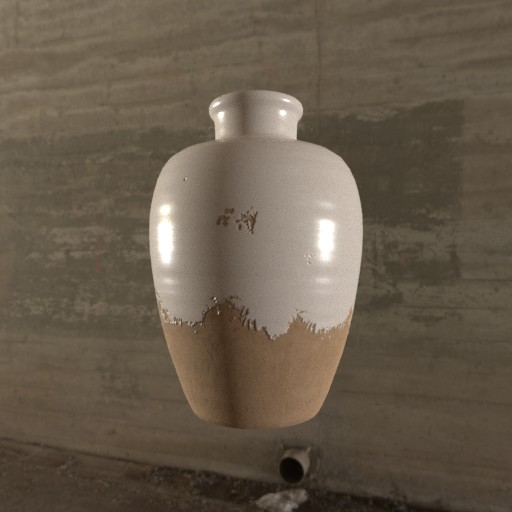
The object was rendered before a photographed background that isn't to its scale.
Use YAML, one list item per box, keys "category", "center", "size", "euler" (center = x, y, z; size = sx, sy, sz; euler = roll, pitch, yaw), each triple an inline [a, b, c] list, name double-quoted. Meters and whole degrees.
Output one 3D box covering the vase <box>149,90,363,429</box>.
- category: "vase"
  center: [0.000, 0.000, 0.338]
  size: [0.158, 0.228, 0.158]
  euler: [0, 0, 0]
